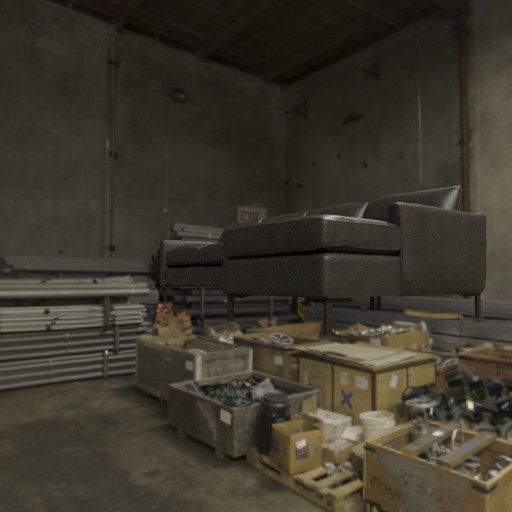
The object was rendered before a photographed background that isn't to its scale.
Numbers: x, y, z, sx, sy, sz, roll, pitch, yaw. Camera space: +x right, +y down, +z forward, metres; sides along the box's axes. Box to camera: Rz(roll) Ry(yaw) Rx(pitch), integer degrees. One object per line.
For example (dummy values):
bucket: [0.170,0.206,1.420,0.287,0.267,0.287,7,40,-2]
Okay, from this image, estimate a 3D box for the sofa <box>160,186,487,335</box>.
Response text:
sofa: [0.000,0.000,3.570,1.471,0.859,2.993,2,-4,-37]
